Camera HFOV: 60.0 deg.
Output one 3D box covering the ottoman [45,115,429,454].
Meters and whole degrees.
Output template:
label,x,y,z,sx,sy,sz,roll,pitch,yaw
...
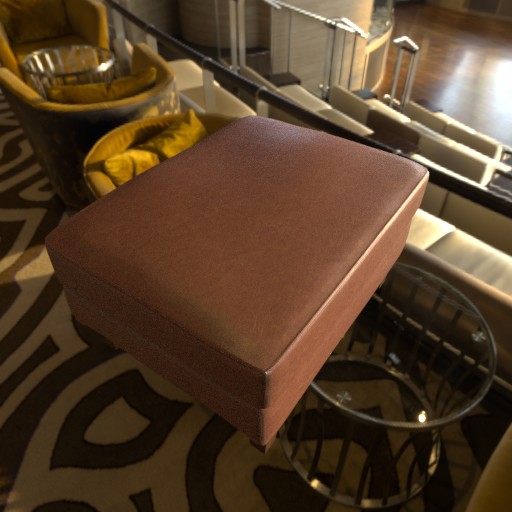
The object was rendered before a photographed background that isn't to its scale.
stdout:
label,x,y,z,sx,sy,sz,roll,pitch,yaw
ottoman,0.000,0.000,1.253,0.650,0.485,0.851,25,47,26
